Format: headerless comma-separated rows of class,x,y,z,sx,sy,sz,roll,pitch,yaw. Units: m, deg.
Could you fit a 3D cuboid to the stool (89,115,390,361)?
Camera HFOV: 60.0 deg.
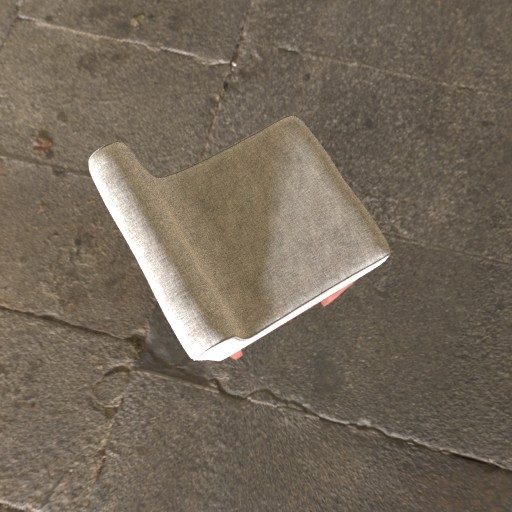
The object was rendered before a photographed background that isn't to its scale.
stool,0.000,0.000,1.246,0.499,0.965,0.426,-30,77,-8
